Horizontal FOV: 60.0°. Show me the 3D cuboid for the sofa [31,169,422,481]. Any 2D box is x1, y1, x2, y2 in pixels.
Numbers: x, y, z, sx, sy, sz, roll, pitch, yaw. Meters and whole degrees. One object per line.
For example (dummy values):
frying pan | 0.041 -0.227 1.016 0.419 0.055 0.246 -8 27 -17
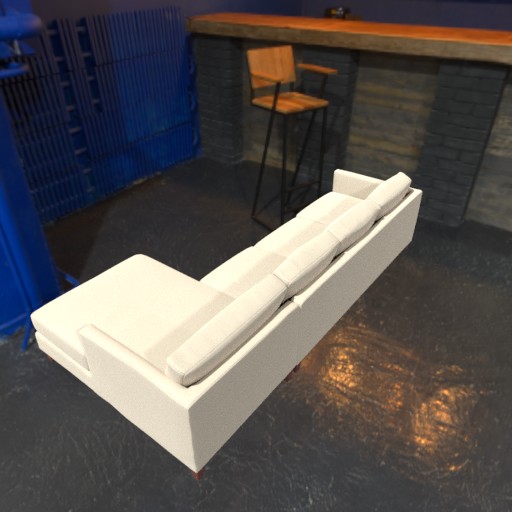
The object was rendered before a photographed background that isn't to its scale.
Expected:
sofa | 0.000 0.000 3.755 1.625 0.861 3.186 23 40 31
